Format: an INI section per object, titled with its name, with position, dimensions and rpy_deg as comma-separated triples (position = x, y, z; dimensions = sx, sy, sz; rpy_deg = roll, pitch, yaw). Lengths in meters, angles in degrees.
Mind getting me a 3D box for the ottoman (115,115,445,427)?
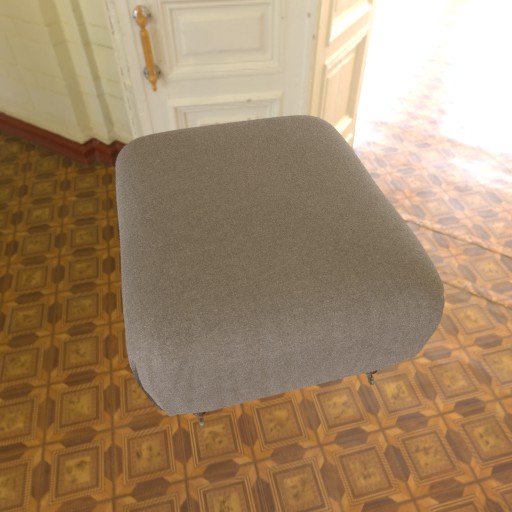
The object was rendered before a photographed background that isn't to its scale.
[ottoman]
position = 0.000, 0.000, 1.124
dimensions = 0.622, 0.450, 0.747
rpy_deg = -11, 48, -10
